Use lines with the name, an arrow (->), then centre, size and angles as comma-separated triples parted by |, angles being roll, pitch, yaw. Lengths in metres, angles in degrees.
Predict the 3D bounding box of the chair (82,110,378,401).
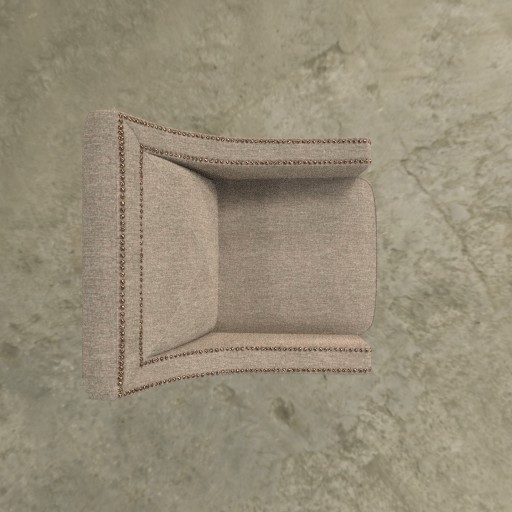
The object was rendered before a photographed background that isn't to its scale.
chair -> 0.000, 0.000, 1.614 | 0.884, 0.967, 0.776 | 0, 90, 2
